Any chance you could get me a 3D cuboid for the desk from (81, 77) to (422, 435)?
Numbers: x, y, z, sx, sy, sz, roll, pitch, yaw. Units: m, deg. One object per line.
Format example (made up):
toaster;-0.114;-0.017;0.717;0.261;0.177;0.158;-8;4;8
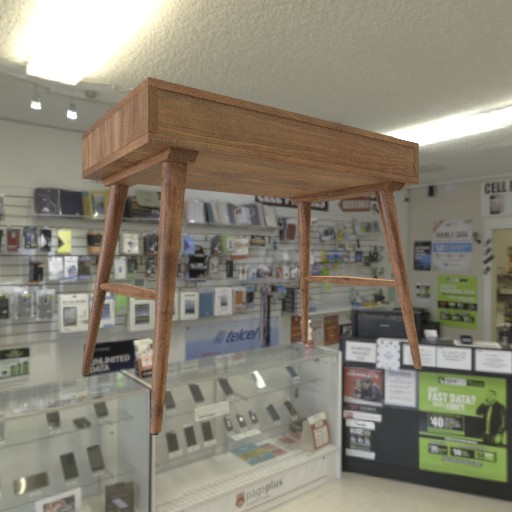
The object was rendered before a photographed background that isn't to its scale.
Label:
desk;0.000;0.000;1.436;0.949;0.758;0.588;0;0;-35
